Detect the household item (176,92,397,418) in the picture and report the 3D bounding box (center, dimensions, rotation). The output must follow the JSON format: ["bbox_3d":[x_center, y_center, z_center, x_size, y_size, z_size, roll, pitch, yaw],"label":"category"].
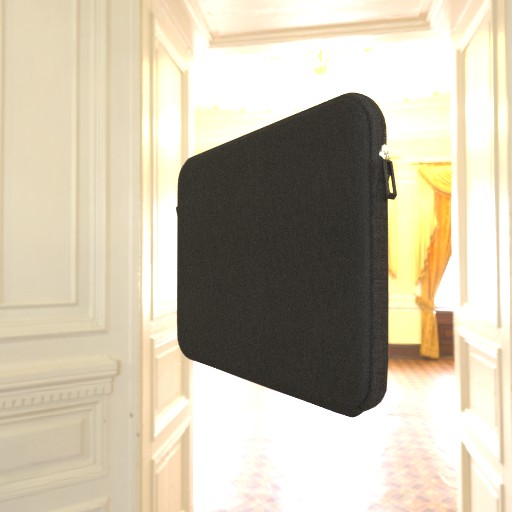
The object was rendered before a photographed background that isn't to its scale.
[{"bbox_3d":[0.000,0.000,0.538,0.030,0.305,0.396,1,-1,-36],"label":"household item"}]
